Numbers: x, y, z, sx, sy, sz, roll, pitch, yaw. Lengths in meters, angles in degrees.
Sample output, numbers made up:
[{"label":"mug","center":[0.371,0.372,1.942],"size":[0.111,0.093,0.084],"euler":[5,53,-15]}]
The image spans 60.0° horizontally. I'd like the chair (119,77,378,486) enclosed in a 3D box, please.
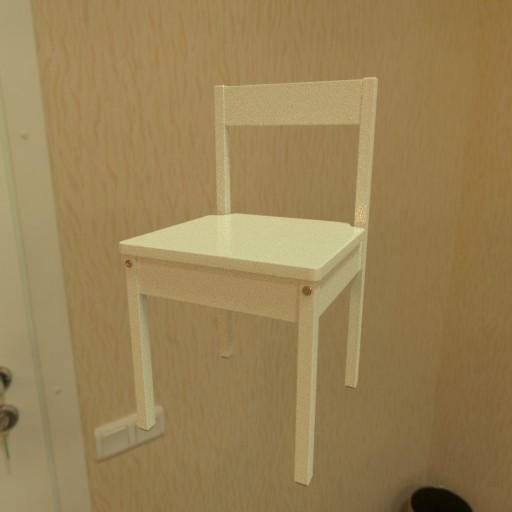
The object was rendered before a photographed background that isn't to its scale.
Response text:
[{"label":"chair","center":[0.000,0.000,0.866],"size":[0.367,0.668,0.361],"euler":[7,17,25]}]
